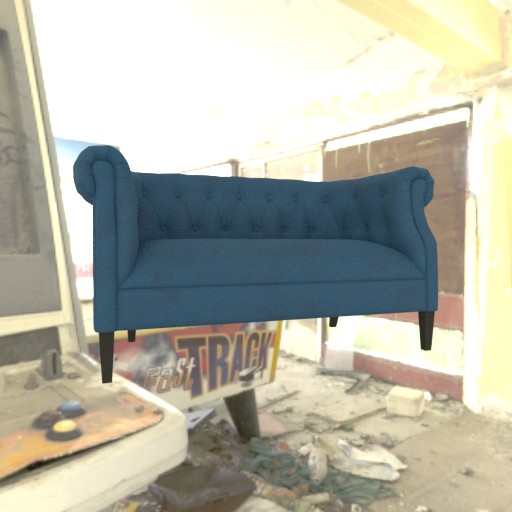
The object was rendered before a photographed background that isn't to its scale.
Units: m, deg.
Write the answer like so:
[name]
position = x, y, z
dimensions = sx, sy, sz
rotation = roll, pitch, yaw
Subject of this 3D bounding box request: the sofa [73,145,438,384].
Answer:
[sofa]
position = 0.000, 0.000, 2.071
dimensions = 1.558, 0.827, 0.835
rotation = -1, 2, -20
